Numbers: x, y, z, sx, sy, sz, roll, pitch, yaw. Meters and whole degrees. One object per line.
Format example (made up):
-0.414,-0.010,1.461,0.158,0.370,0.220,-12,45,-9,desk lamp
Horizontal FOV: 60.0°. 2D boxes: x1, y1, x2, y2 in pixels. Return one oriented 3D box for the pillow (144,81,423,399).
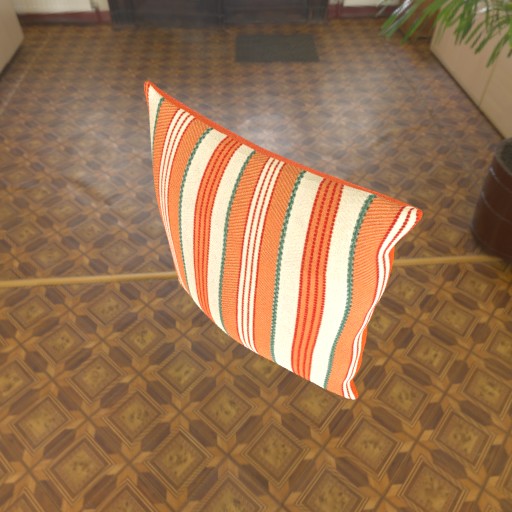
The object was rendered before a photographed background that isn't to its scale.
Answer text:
0.000,0.000,0.696,0.440,0.441,0.182,32,54,26,pillow
